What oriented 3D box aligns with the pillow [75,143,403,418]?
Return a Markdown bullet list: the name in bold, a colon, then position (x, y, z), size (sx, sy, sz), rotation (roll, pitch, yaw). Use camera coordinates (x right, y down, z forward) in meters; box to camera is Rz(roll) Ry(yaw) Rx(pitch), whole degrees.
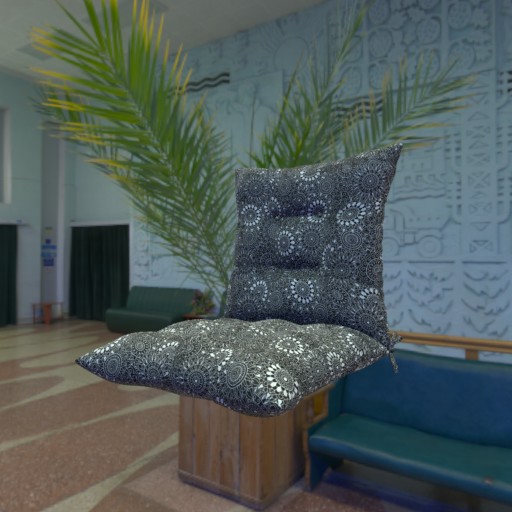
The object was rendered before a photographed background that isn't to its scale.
- **pillow**: position (0.000, 0.000, 0.994), size (0.541, 0.536, 0.585), rotation (0, 0, 36)
